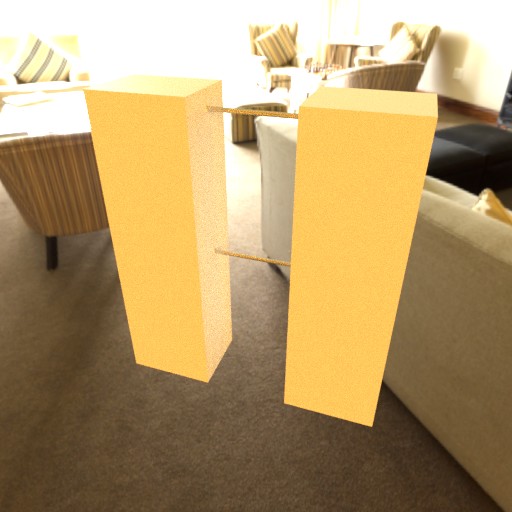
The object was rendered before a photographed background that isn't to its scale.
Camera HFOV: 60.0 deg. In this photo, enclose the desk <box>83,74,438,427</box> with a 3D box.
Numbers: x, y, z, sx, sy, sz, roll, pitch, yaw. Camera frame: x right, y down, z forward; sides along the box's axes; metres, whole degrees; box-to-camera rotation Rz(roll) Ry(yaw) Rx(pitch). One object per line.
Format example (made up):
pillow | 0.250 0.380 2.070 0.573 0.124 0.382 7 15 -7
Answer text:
desk | 0.000 0.000 2.815 1.770 2.000 0.480 10 33 16
